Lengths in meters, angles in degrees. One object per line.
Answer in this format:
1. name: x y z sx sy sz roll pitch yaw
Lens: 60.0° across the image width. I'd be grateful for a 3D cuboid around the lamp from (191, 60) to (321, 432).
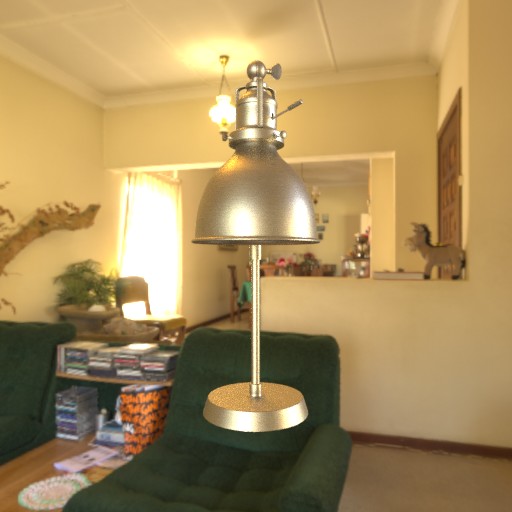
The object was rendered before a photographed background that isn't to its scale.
1. lamp: 0.000 0.000 0.586 0.153 0.456 0.286 0 0 -1
